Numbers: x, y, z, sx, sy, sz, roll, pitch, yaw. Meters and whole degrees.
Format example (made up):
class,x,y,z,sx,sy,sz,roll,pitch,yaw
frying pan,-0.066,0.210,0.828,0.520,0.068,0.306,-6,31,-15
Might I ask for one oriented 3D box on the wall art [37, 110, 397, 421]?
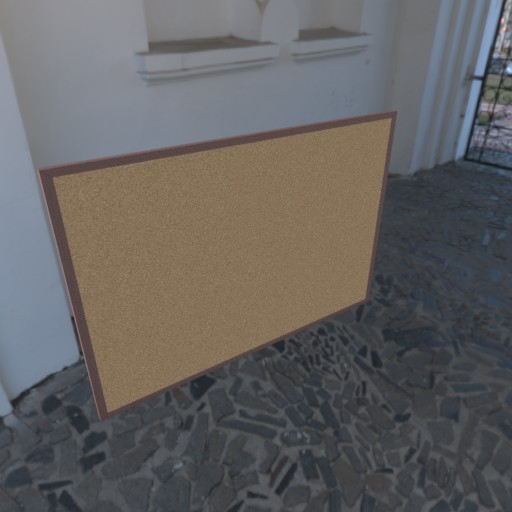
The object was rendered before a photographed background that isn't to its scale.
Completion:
class,x,y,z,sx,sy,sz,roll,pitch,yaw
wall art,0.000,0.000,0.829,0.660,0.455,0.014,-18,34,-29
